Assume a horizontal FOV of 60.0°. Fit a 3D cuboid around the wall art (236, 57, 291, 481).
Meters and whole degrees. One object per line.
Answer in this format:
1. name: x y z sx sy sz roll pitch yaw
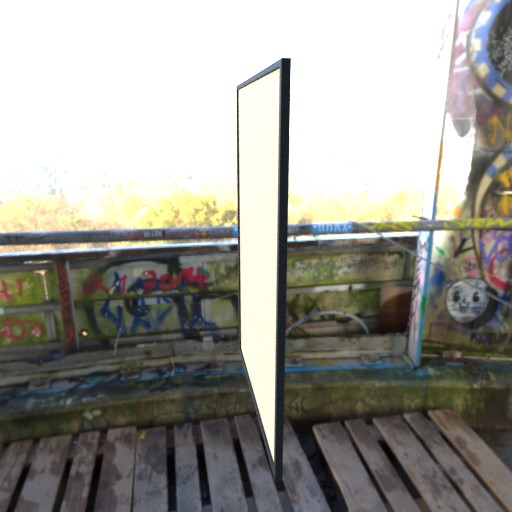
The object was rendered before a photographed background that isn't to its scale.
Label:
1. wall art: 0.000 0.000 0.873 0.013 0.660 0.460 -3 17 -9
